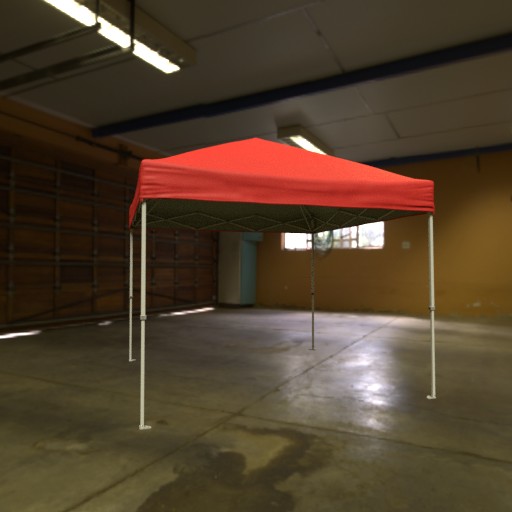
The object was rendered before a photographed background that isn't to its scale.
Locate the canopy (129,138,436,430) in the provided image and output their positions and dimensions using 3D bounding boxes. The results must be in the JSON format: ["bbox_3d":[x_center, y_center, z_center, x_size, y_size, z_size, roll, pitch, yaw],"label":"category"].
[{"bbox_3d":[0.000,0.000,5.578,2.998,2.997,2.996,1,-2,-18],"label":"canopy"}]
